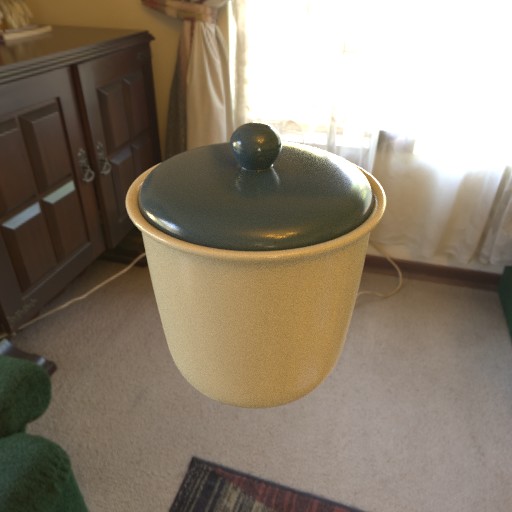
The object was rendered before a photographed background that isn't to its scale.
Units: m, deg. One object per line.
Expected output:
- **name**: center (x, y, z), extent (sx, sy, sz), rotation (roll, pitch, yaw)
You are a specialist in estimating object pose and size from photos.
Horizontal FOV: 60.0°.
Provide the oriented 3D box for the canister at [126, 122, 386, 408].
- **canister**: center (0.000, 0.000, 0.350), extent (0.182, 0.208, 0.182), rotation (0, 33, 0)
